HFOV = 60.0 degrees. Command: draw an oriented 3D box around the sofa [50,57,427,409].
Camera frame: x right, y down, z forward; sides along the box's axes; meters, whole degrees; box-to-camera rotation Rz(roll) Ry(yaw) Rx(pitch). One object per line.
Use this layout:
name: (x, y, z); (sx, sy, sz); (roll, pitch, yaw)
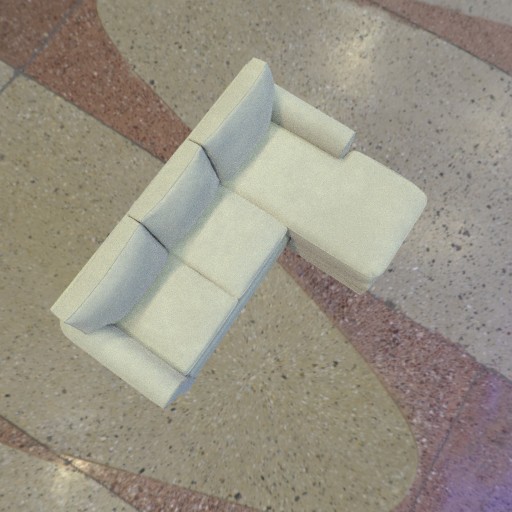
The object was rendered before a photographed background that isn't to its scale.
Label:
sofa: (0.000, 0.000, 2.359); (1.226, 0.734, 1.770); (33, 78, 8)
